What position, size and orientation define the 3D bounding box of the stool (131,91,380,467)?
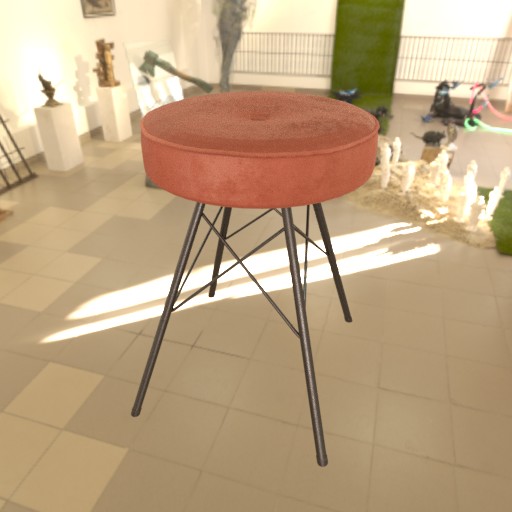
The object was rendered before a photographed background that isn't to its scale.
[{"bbox_3d":[0.000,0.000,0.915,0.421,0.593,0.457,9,32,14],"label":"stool"}]
